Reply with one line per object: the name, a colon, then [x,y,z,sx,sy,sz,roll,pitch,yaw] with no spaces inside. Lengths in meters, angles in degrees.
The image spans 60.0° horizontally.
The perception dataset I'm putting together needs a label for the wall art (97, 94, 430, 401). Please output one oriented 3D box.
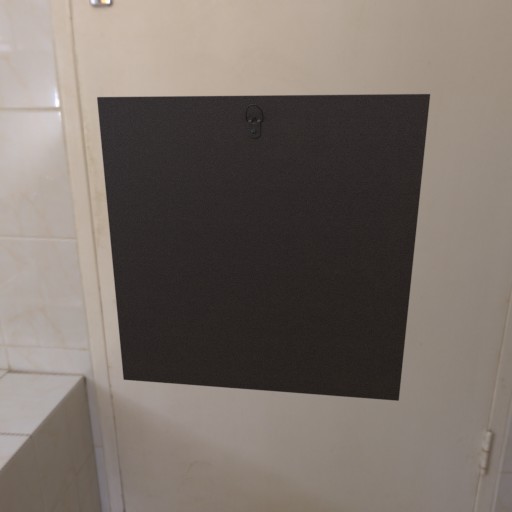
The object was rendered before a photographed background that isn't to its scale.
wall art: [0.000,0.000,0.513,0.349,0.349,0.038,2,16,7]
